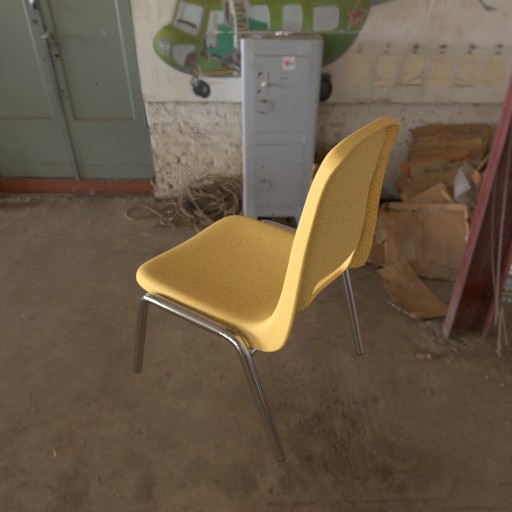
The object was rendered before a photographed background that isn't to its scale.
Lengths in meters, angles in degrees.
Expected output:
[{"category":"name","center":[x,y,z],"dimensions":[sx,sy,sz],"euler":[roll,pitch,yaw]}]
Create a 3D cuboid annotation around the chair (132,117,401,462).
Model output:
[{"category":"chair","center":[0.000,0.000,0.802],"dimensions":[0.385,0.536,0.354],"euler":[22,38,30]}]
